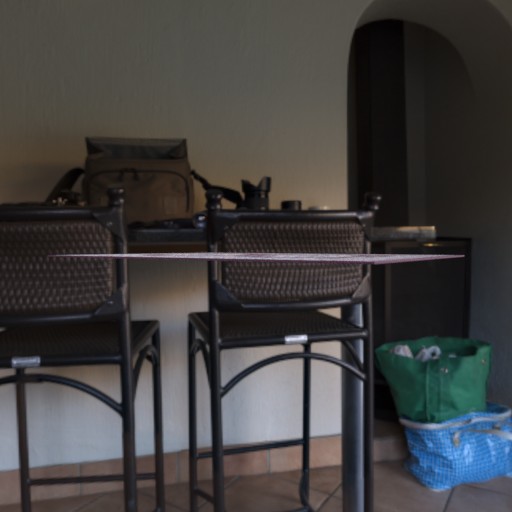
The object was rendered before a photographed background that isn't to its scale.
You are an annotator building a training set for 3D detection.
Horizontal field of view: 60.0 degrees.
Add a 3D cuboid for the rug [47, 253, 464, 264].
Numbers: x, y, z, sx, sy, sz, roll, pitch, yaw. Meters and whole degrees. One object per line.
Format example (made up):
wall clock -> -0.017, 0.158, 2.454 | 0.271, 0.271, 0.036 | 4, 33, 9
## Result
rug -> 0.000, 0.000, 2.898 | 2.210, 0.011, 1.599 | 1, 1, 36
